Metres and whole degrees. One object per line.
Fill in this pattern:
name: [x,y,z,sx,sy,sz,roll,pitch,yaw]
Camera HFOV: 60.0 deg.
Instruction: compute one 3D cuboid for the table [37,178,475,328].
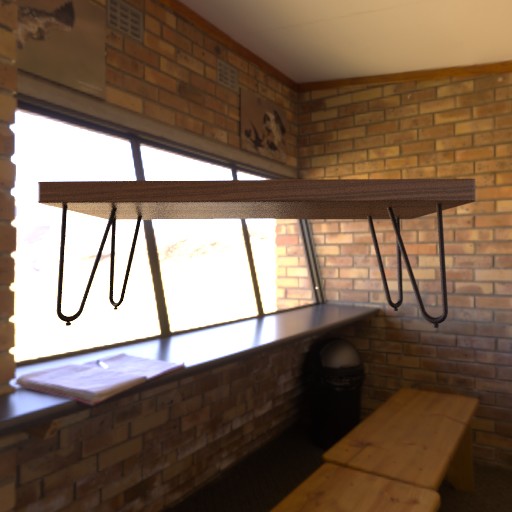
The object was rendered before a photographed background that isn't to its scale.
table: [0.000,0.000,1.685,1.375,0.468,0.637,0,0,2]
